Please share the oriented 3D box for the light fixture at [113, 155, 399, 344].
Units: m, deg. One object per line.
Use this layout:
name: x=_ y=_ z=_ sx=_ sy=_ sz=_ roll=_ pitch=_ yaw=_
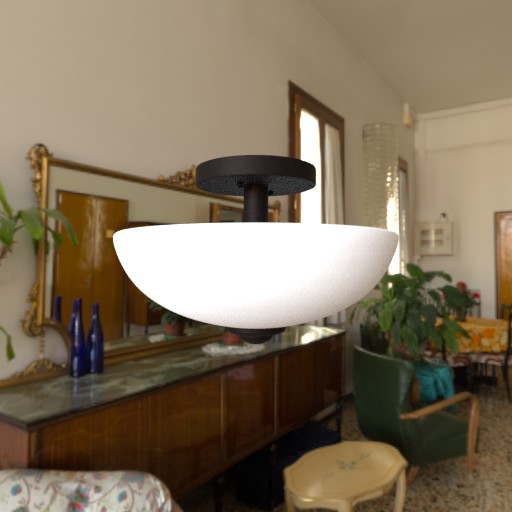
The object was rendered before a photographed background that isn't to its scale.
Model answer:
light fixture: x=0.000 y=0.000 z=0.540 sx=0.331 sy=0.212 sz=0.331 roll=0 pitch=-2 yaw=0
